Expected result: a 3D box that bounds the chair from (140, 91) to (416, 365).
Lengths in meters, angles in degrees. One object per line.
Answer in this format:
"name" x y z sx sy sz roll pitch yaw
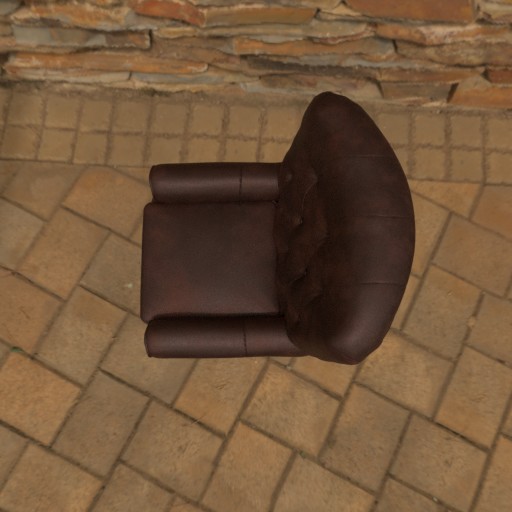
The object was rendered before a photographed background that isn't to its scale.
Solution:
"chair" 0.000 0.000 1.959 1.058 1.158 0.948 -2 77 0
